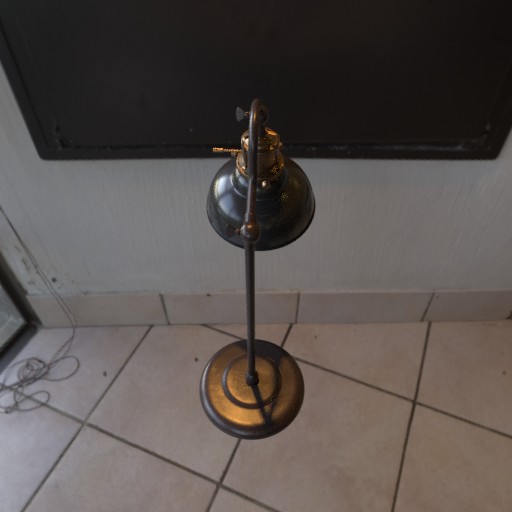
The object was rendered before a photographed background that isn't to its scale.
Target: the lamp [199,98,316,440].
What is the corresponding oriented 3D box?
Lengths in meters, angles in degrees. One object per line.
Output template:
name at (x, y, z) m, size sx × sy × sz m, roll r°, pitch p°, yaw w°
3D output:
lamp at (0.000, 0.000, 0.688) m, size 0.192 × 0.508 × 0.374 m, roll 3°, pitch 47°, yaw 3°
